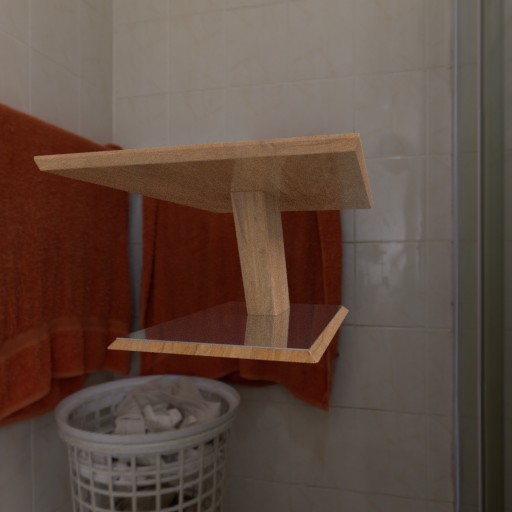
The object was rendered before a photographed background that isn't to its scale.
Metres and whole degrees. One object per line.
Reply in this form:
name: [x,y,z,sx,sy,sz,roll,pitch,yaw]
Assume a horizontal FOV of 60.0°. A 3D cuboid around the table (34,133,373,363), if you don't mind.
table: [0.000,0.000,1.400,0.692,0.441,1.100,0,0,16]
